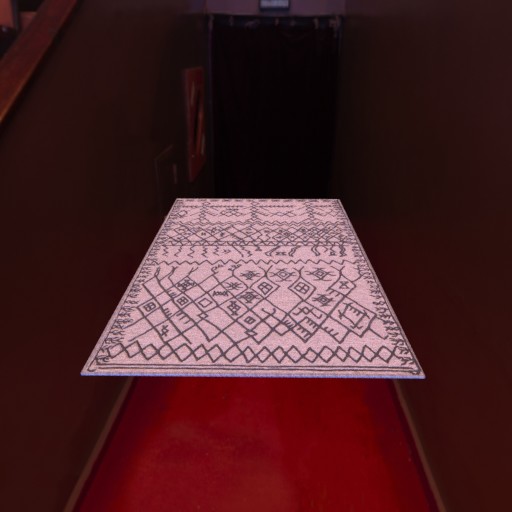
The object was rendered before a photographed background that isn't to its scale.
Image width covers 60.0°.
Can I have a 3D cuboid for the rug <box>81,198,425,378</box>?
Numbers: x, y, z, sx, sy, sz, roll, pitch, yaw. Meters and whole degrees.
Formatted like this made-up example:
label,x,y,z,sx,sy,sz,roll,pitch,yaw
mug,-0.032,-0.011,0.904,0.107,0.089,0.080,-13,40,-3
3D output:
label,x,y,z,sx,sy,sz,roll,pitch,yaw
rug,0.000,0.000,3.059,1.526,0.012,2.444,0,26,1
